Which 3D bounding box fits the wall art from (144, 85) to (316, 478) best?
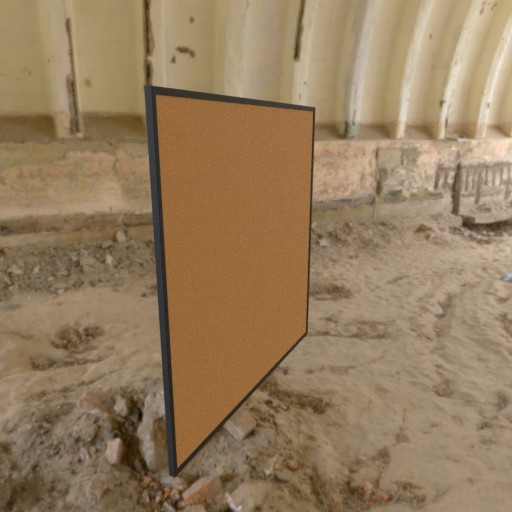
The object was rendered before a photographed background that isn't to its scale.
[{"bbox_3d":[0.000,0.000,0.995,0.015,0.663,0.664,8,18,26],"label":"wall art"}]
